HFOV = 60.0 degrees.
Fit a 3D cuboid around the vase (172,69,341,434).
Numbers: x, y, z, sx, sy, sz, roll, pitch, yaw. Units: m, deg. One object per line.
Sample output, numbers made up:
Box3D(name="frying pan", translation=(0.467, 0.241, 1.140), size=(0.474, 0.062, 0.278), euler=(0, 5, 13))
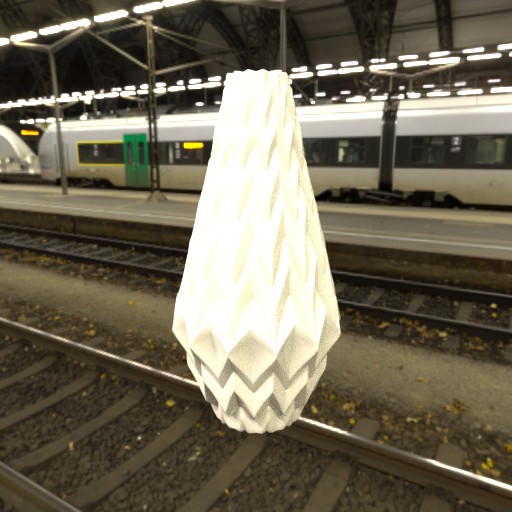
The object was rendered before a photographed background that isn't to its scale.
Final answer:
Box3D(name="vase", translation=(0.000, 0.000, 0.428), size=(0.167, 0.328, 0.167), euler=(0, 13, 0))
